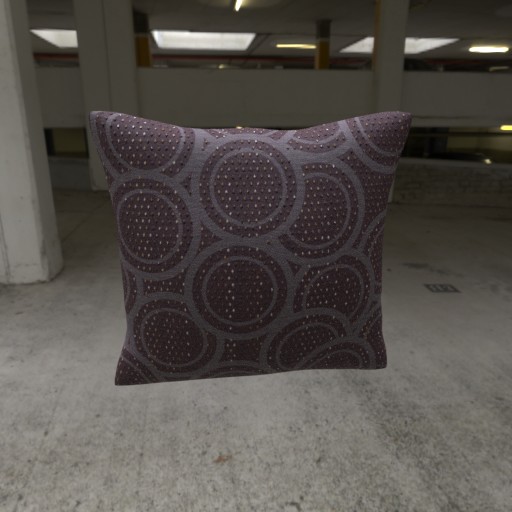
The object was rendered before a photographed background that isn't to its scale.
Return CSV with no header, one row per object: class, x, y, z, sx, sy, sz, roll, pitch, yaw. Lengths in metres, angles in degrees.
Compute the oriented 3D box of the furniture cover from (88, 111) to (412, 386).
furniture cover,0.000,0.000,0.820,0.552,0.509,0.193,-2,17,-7
